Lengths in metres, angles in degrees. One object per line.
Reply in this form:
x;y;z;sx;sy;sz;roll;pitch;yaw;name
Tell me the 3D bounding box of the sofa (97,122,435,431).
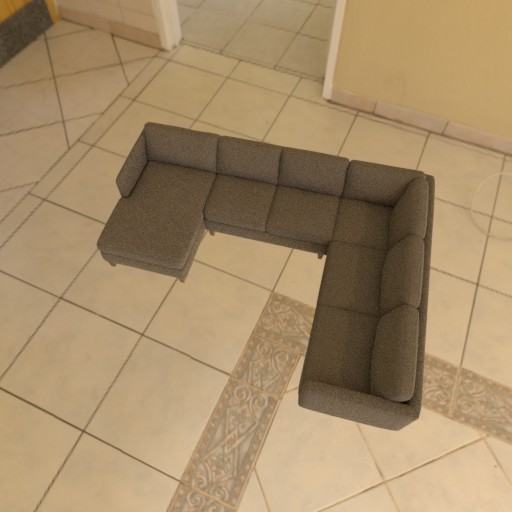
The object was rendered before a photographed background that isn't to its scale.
0.000;0.000;4.416;3.238;0.853;2.551;12;60;7;sofa
